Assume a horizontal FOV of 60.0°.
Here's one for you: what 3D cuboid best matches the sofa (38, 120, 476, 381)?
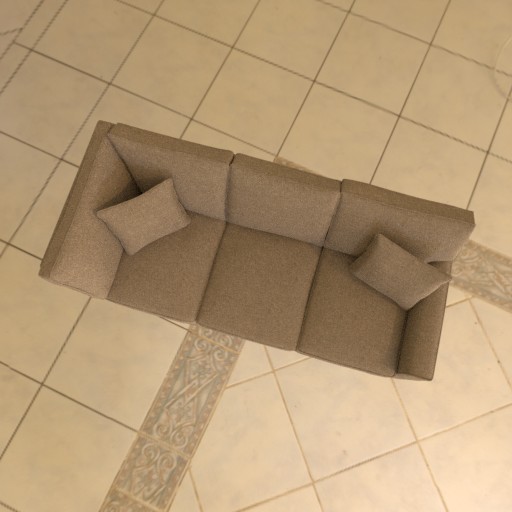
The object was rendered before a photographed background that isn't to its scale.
[{"bbox_3d":[0.000,0.000,2.812,2.317,0.962,1.061,15,77,4],"label":"sofa"}]
